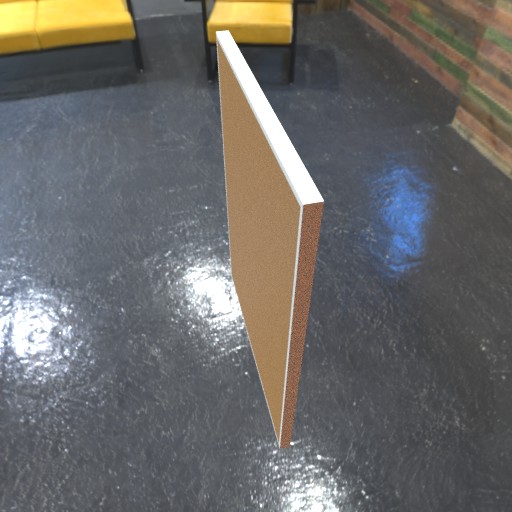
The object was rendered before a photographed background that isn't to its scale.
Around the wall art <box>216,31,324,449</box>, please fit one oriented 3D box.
[{"bbox_3d":[0.000,0.000,1.375,0.039,1.050,0.795,-10,47,-10],"label":"wall art"}]
